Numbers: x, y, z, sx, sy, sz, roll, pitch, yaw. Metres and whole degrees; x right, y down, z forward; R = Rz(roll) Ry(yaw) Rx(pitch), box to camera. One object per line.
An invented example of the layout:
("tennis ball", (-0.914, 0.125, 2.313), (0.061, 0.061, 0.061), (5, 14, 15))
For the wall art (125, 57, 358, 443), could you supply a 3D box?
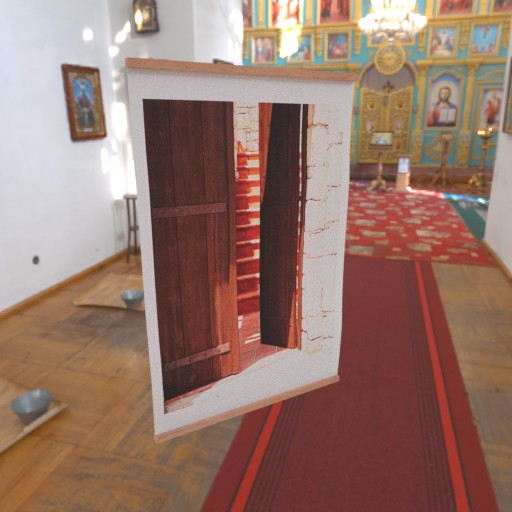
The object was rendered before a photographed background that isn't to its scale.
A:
("wall art", (0.000, 0.000, 0.644), (0.332, 0.508, 0.012), (-9, 19, -28))
